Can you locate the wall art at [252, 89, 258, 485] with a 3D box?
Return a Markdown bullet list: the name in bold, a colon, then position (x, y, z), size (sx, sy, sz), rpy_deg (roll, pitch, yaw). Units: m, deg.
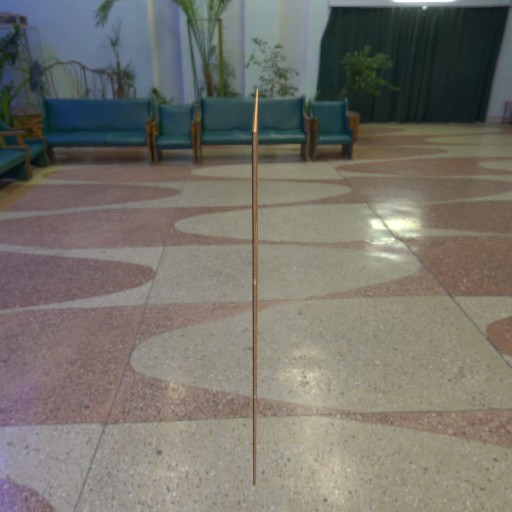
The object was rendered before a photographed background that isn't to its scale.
- **wall art**: position (0.000, 0.000, 2.320), size (0.013, 1.525, 1.520), rpy_deg (0, 25, 0)
